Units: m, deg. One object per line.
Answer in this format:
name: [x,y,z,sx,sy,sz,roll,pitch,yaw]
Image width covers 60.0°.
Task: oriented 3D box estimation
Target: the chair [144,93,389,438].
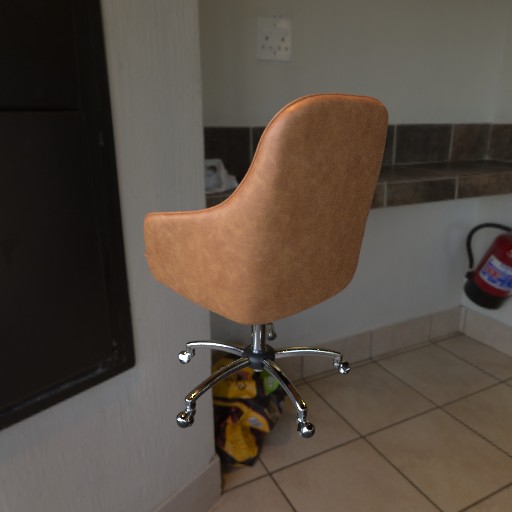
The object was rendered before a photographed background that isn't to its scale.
chair: [0.000,0.000,1.347,0.615,0.909,0.628,16,24,42]
